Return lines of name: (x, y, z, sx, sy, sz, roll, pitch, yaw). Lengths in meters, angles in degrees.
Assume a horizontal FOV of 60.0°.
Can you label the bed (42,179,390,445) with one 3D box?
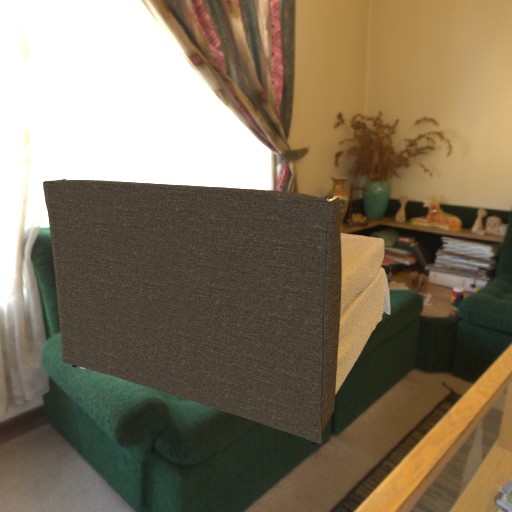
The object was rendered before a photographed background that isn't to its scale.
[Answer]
bed: (0.000, 0.000, 3.515, 1.925, 1.332, 2.276, 8, 17, 26)
